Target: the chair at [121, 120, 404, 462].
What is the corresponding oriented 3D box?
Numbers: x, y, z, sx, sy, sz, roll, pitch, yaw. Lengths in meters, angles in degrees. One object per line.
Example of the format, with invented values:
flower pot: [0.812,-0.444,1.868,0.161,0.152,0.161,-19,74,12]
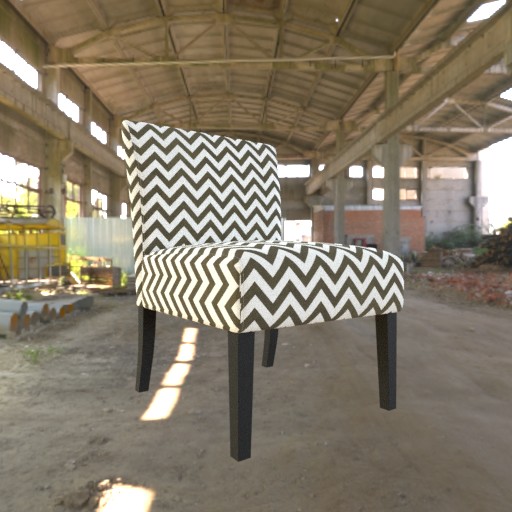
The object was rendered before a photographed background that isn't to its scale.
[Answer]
chair: [0.000,0.000,1.302,0.589,0.838,0.648,-1,1,-36]
